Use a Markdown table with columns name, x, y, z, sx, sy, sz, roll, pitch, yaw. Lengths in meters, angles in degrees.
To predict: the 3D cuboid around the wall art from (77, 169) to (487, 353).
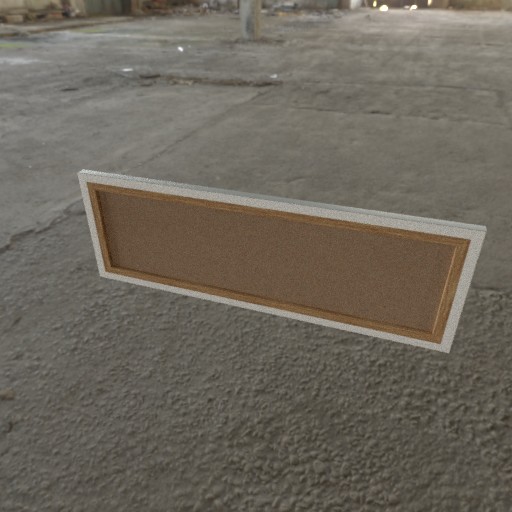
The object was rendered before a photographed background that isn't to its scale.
| name | x | y | z | sx | sy | sz | roll | pitch | yaw |
| --- | --- | --- | --- | --- | --- | --- | --- | --- | --- |
| wall art | 0.000 | 0.000 | 1.728 | 1.520 | 0.507 | 0.044 | 10 | 33 | 16 |
